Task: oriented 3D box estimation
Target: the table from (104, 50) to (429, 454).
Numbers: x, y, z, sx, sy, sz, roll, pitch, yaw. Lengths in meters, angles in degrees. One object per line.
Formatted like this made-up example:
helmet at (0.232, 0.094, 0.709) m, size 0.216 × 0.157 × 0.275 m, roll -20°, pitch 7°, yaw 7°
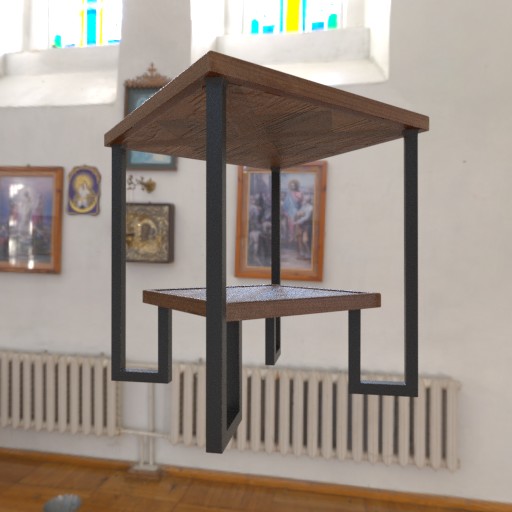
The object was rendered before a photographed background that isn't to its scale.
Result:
table at (0.000, 0.000, 0.955) m, size 0.503 × 0.563 × 0.503 m, roll 0°, pitch 0°, yaw -35°
